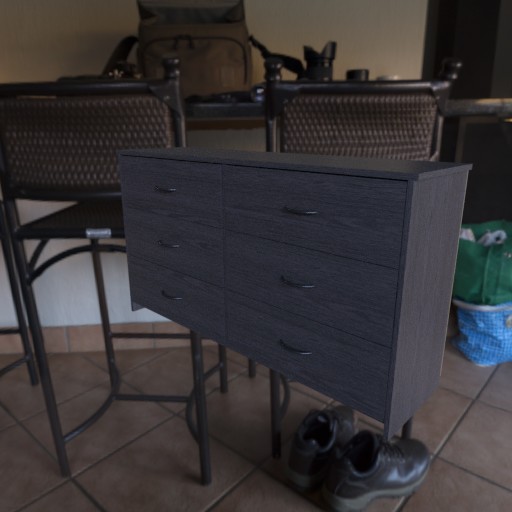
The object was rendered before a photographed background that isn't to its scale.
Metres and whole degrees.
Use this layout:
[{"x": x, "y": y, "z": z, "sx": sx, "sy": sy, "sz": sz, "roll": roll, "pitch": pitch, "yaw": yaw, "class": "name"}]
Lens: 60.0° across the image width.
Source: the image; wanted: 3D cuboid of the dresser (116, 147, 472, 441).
[{"x": 0.000, "y": 0.000, "z": 1.707, "sx": 1.360, "sy": 0.755, "sz": 0.401, "roll": 15, "pitch": 22, "yaw": 41, "class": "dresser"}]
